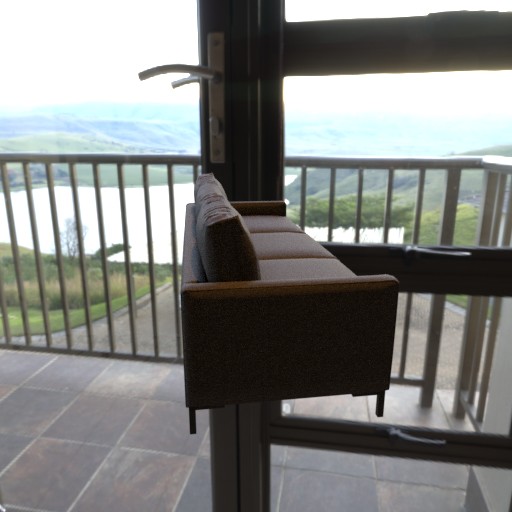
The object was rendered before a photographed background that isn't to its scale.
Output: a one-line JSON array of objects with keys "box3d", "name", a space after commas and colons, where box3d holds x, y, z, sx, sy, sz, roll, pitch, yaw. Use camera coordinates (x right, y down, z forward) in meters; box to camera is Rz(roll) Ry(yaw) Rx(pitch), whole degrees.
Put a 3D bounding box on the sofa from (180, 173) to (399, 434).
[{"box3d": [0.000, 0.000, 2.775, 0.876, 0.882, 2.253, -2, 15, -8], "name": "sofa"}]
